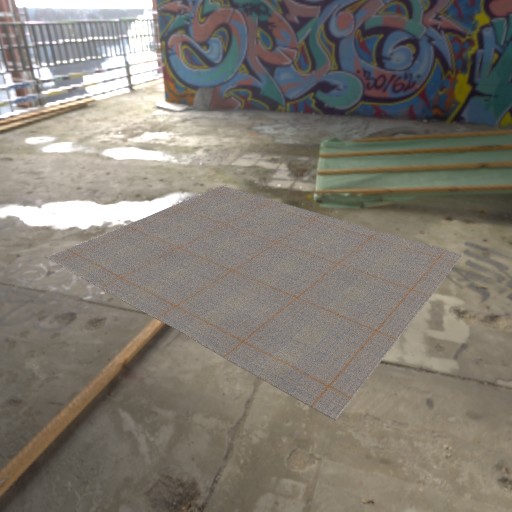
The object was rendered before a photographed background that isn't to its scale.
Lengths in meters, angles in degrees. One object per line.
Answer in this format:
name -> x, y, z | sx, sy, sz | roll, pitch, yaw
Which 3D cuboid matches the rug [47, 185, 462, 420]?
rug -> 0.000, 0.000, 4.164 | 3.051, 0.021, 2.448 | 21, 35, 32
